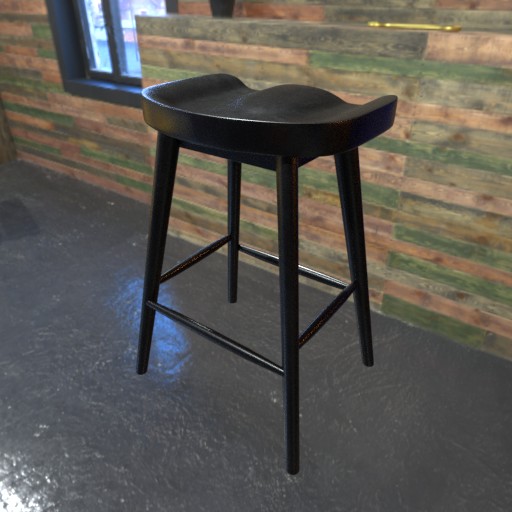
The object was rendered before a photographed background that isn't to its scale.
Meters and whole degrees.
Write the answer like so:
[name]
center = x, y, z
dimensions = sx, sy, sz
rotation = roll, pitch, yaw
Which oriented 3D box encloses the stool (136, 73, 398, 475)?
[stool]
center = 0.000, 0.000, 0.882
dimensions = 0.440, 0.615, 0.361
rotation = 21, 37, 30
